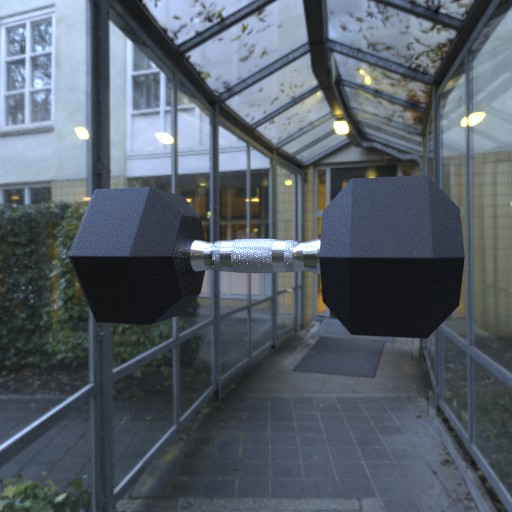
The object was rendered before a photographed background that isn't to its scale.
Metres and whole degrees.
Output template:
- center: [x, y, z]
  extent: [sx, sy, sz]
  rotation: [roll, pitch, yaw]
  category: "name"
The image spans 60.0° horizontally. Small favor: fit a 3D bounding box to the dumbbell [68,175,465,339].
- center: [0.000, 0.000, 0.406]
  extent: [0.337, 0.123, 0.142]
  rotation: [0, 1, 15]
  category: "dumbbell"
